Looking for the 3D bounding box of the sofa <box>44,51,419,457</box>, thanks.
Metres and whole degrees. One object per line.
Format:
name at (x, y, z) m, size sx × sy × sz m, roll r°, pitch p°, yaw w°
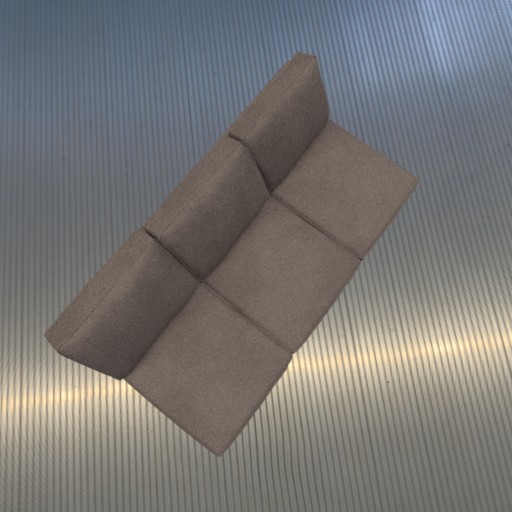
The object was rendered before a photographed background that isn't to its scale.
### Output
sofa at (0.000, 0.000, 2.520) m, size 1.027 × 0.973 × 1.962 m, roll 36°, pitch 78°, yaw 9°
